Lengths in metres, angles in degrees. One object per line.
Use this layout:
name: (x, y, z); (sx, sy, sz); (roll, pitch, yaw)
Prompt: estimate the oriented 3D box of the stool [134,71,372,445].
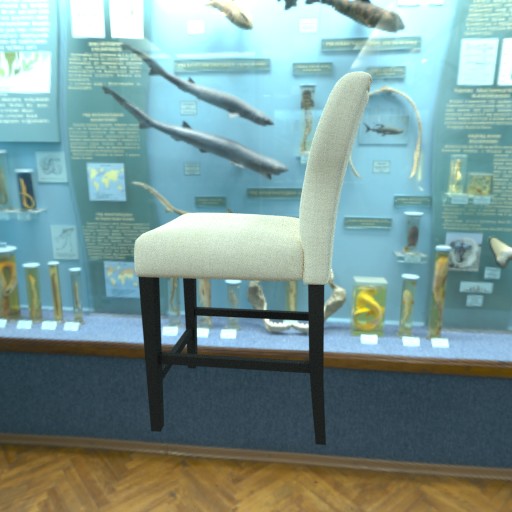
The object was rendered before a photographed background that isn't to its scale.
stool: (0.000, 0.000, 1.341); (0.603, 0.972, 0.514); (2, 13, 7)
